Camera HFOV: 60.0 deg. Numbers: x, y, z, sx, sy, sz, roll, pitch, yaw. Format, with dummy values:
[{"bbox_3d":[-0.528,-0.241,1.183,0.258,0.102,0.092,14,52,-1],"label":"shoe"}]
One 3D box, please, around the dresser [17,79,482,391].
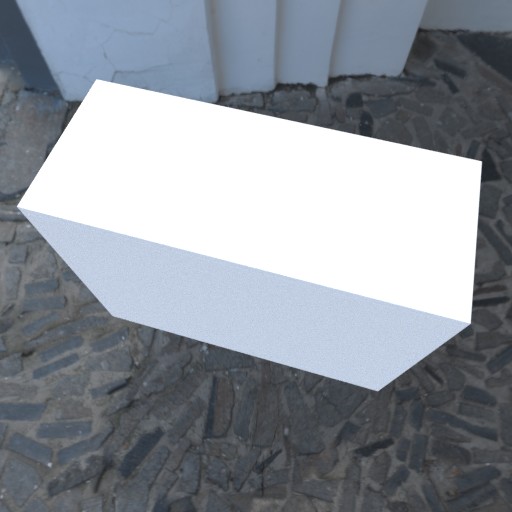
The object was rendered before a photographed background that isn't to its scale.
[{"bbox_3d":[0.000,0.000,1.495,1.100,0.820,0.460,14,64,7],"label":"dresser"}]
